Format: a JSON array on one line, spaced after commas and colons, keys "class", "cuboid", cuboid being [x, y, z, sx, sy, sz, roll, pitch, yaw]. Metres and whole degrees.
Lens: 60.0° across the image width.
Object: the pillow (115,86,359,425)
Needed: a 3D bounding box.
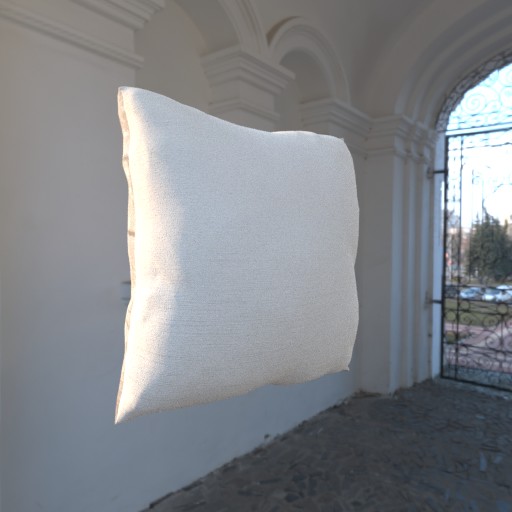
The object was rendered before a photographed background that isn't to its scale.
[{"class": "pillow", "cuboid": [0.000, 0.000, 0.707, 0.450, 0.448, 0.245, -1, 2, -36]}]
